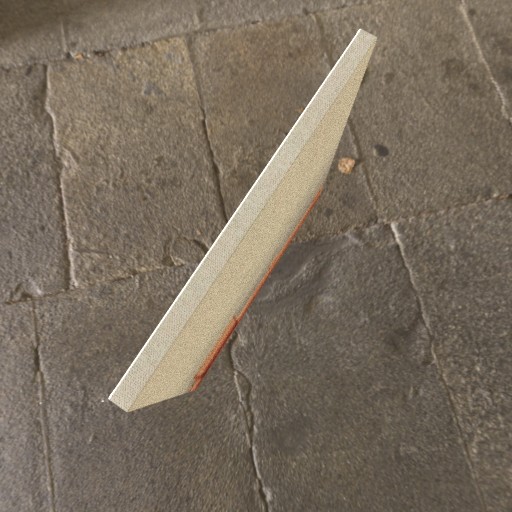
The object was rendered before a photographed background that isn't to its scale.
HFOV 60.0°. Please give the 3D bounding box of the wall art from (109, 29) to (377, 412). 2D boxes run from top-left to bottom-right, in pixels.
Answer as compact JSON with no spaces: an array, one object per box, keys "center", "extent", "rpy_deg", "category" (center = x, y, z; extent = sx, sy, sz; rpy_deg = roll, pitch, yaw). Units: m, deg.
[{"center":[0.000,0.000,1.092],"extent":[0.042,0.760,0.760],"rpy_deg":[31,78,8],"category":"wall art"}]
